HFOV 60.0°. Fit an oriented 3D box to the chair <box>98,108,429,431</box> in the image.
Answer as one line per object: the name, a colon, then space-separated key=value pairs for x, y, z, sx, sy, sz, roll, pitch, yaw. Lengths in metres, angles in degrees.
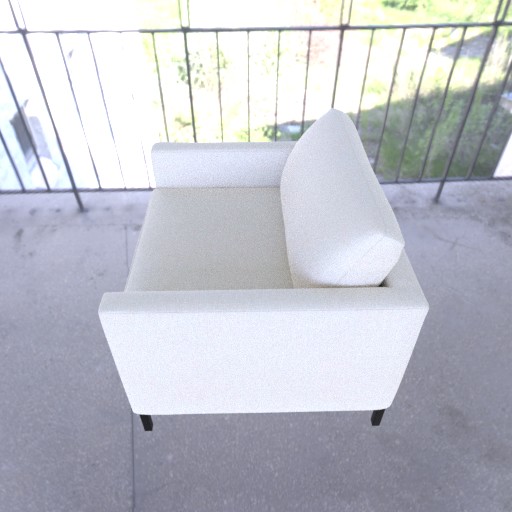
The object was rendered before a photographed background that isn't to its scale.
chair: x=0.000 y=0.000 z=1.609 sx=0.875 sy=0.806 sz=0.964 roll=-1 pitch=41 yaw=-1
